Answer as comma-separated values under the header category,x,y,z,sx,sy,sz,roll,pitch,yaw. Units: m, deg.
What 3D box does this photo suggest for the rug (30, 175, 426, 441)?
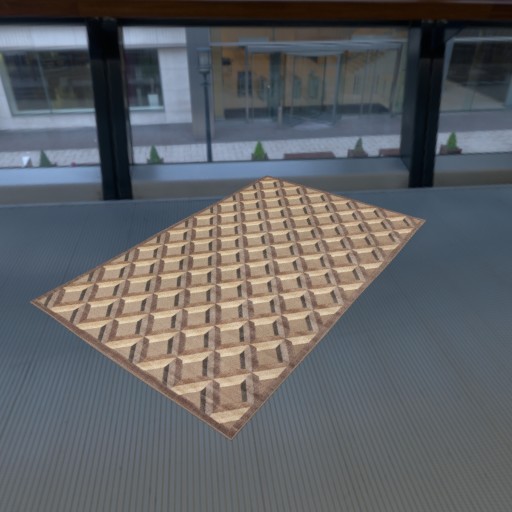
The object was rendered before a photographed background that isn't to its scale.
category,x,y,z,sx,sy,sz,roll,pitch,yaw
rug,0.000,0.000,2.106,1.066,0.011,1.677,22,39,30
